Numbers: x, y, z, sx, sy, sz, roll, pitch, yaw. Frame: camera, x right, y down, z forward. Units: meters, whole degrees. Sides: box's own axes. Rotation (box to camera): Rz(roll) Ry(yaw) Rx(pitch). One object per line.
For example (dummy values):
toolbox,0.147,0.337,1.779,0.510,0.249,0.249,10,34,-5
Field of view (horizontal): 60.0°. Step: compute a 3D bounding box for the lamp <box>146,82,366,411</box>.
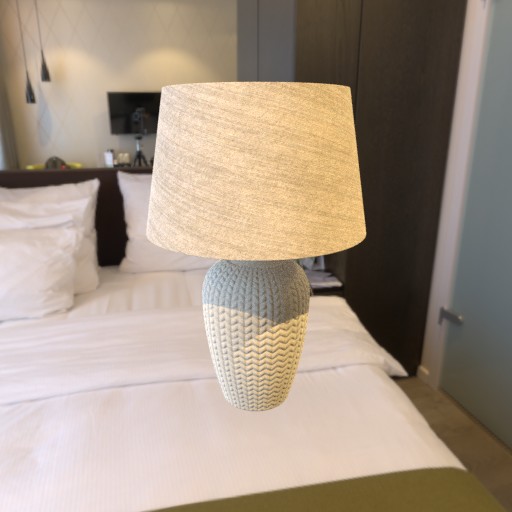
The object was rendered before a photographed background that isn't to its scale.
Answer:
lamp,0.000,0.000,0.822,0.390,0.580,0.390,0,17,0
